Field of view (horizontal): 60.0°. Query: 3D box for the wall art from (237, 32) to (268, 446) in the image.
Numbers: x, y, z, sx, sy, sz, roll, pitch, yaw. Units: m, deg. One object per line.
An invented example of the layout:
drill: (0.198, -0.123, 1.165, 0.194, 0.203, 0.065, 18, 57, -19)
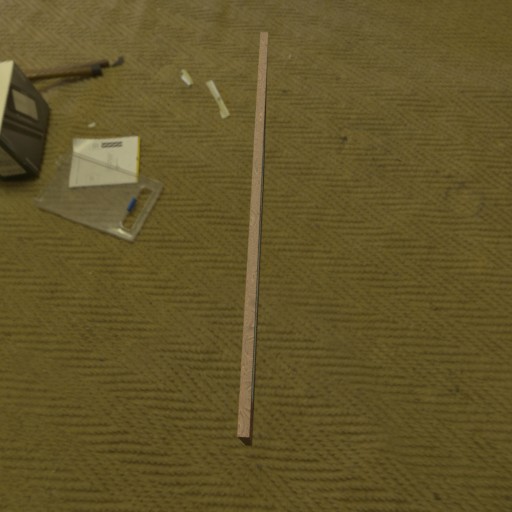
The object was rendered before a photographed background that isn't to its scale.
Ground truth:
wall art: (0.000, 0.000, 1.179, 0.019, 0.626, 0.917, 2, 66, 1)
